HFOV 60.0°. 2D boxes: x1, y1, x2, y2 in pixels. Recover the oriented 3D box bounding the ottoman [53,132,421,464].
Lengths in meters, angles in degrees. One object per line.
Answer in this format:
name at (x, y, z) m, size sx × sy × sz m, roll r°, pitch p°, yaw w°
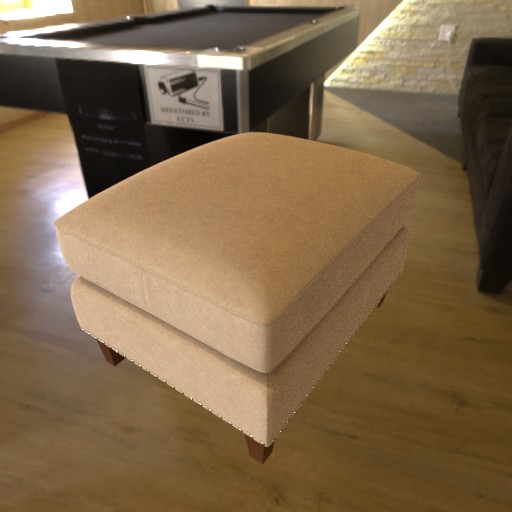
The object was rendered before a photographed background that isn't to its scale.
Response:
ottoman at (0.000, 0.000, 1.158) m, size 0.584 × 0.513 × 0.741 m, roll 21°, pitch 39°, yaw 29°
